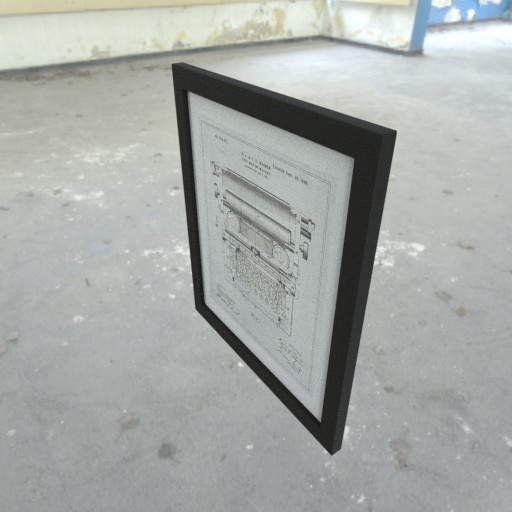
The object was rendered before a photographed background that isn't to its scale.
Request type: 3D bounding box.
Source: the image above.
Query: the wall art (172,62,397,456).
[{"bbox_3d":[0.000,0.000,0.702,0.021,0.508,0.432,-22,39,-29],"label":"wall art"}]
